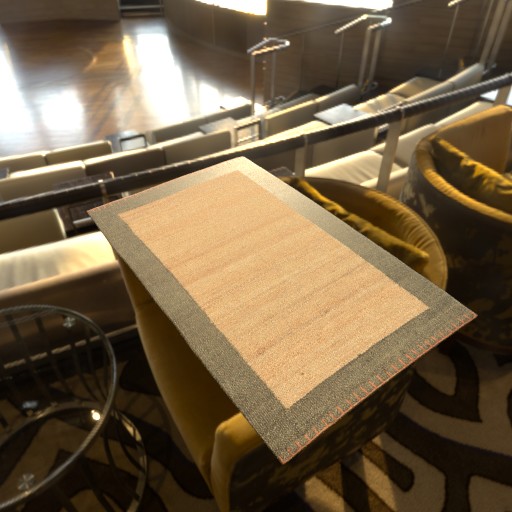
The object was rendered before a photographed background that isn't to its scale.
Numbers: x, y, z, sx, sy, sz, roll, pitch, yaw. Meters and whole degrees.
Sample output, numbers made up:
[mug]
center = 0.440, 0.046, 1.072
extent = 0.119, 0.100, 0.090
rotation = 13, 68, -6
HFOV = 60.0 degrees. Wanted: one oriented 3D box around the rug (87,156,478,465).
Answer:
[rug]
center = 0.000, 0.000, 3.044
extent = 1.521, 0.006, 2.435
rotation = -26, 47, -26
